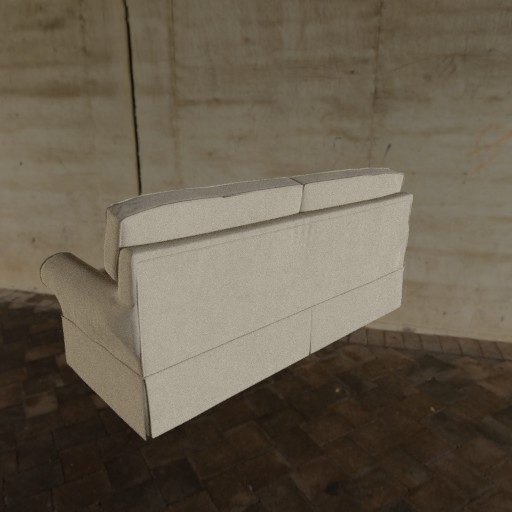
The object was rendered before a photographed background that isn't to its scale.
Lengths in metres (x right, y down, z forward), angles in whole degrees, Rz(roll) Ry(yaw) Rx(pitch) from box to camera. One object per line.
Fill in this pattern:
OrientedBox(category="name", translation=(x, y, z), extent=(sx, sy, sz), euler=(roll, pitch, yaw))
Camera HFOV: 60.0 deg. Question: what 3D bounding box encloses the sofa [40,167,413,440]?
OrientedBox(category="sofa", translation=(0.000, 0.000, 2.710), extent=(2.246, 1.014, 0.900), euler=(-15, 23, -41))
